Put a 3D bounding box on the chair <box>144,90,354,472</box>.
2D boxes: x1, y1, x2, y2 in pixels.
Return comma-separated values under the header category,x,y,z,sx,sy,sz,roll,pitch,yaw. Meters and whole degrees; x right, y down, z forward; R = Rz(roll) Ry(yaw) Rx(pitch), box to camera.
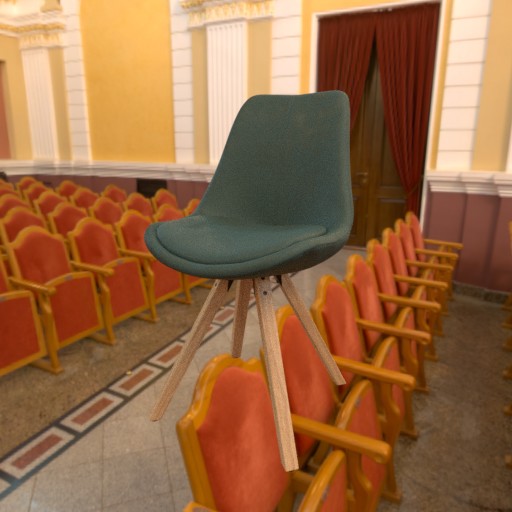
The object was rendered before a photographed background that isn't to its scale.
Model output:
category,x,y,z,sx,sy,sz,roll,pitch,yaw
chair,0.000,0.000,1.182,0.483,0.865,0.547,8,16,27
